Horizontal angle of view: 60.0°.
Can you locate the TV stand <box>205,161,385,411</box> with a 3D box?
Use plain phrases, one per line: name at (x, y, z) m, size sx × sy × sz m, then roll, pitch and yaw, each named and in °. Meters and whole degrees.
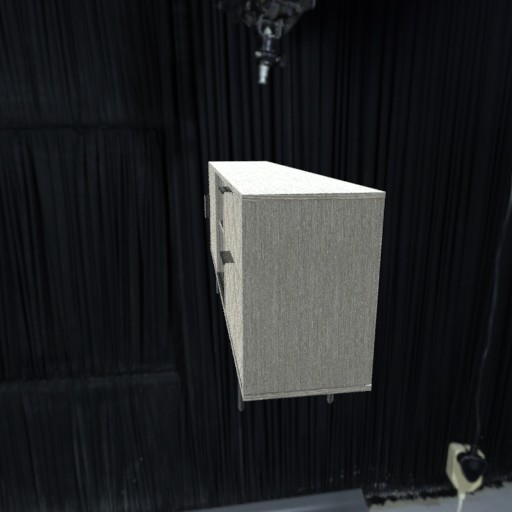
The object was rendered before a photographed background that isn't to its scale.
TV stand at (0.000, 0.000, 2.074) m, size 0.405 × 0.787 × 1.804 m, roll -2°, pitch 15°, yaw -8°
